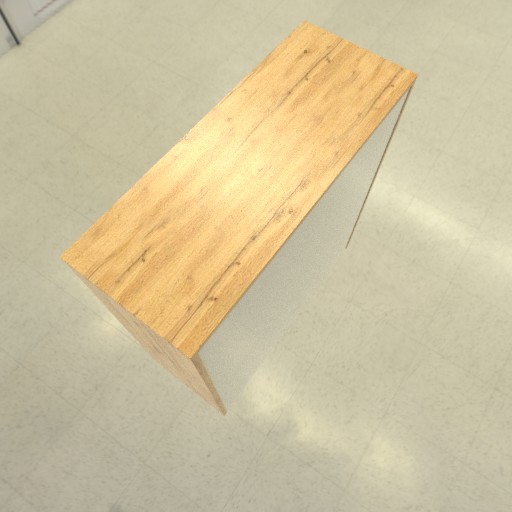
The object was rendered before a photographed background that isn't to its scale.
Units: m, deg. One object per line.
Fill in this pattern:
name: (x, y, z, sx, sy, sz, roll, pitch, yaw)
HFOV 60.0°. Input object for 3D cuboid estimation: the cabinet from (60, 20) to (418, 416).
cabinet: (0.000, 0.000, 1.951, 0.473, 1.397, 1.168, 34, 69, 15)
